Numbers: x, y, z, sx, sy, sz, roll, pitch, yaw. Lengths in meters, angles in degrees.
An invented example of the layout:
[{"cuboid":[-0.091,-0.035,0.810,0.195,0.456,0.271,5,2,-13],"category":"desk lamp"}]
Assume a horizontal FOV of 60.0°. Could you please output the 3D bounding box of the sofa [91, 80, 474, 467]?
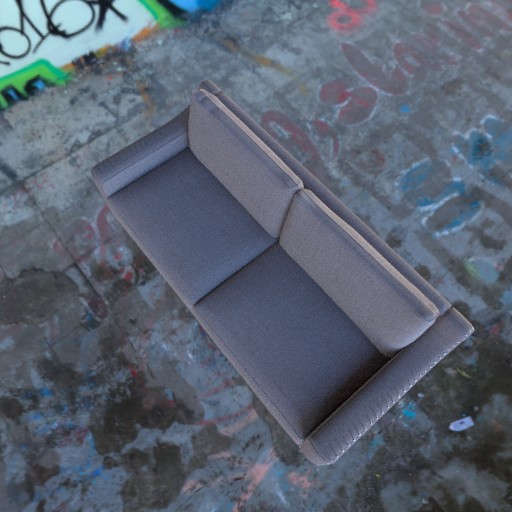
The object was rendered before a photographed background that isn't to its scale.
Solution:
[{"cuboid":[0.000,0.000,2.664,1.000,0.857,2.208,-37,70,-16],"category":"sofa"}]
